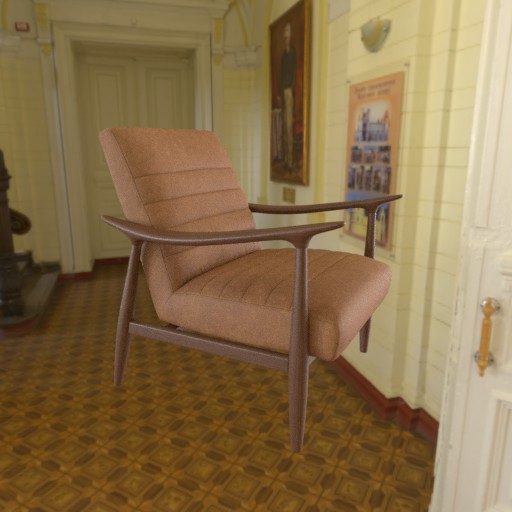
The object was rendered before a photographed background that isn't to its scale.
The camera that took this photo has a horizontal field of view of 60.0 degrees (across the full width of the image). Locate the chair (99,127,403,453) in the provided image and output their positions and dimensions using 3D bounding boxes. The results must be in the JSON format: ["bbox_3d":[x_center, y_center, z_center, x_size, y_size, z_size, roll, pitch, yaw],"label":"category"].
[{"bbox_3d":[0.000,0.000,1.473,0.798,0.832,0.741,7,15,27],"label":"chair"}]
